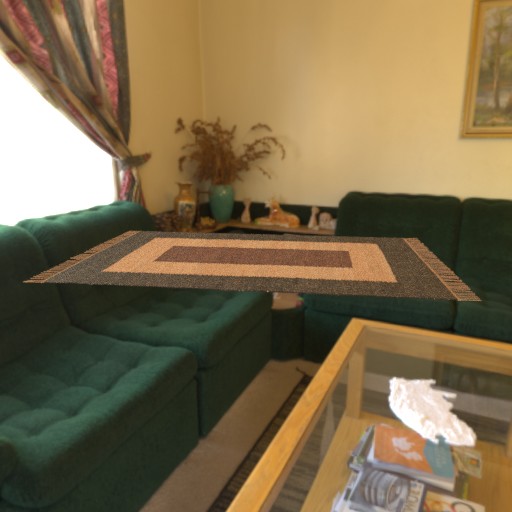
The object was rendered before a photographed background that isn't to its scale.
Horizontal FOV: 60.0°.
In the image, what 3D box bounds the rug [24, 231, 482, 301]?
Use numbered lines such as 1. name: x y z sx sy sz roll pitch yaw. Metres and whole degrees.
1. rug: 0.000 0.000 1.898 1.541 0.013 0.920 2 15 7
